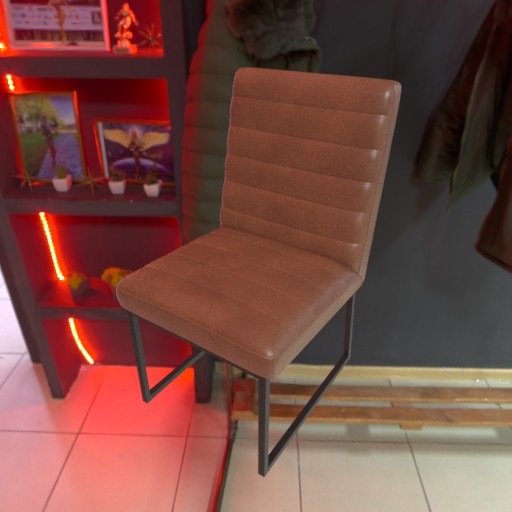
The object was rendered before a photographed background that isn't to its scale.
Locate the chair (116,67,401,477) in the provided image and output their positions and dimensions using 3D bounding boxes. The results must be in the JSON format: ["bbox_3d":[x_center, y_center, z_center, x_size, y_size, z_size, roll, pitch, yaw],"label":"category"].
[{"bbox_3d":[0.000,0.000,1.277,0.520,0.930,0.634,19,35,29],"label":"chair"}]
